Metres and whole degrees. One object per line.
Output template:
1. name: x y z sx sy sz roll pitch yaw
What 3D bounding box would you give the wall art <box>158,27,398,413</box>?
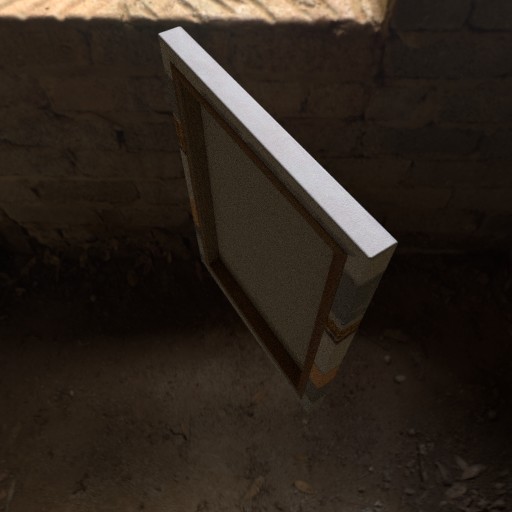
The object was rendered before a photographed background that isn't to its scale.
1. wall art: 0.000 0.000 0.789 0.038 0.609 0.456 -29 62 -17
